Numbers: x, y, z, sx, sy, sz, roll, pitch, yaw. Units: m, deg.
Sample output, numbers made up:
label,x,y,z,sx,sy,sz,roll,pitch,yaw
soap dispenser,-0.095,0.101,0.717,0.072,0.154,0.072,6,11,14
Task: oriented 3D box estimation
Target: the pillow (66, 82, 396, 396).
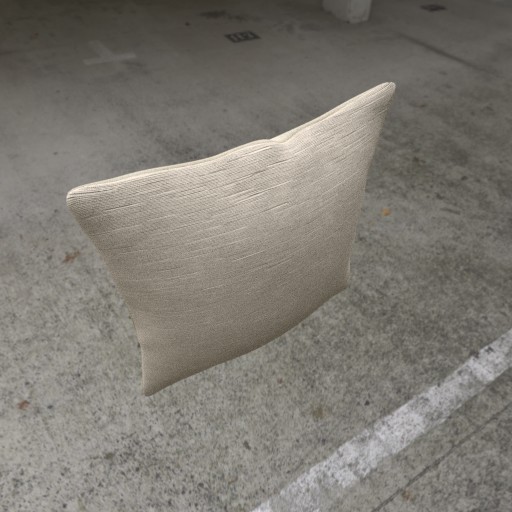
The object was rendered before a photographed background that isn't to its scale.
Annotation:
label,x,y,z,sx,sy,sz,roll,pitch,yaw
pillow,0.000,0.000,0.651,0.437,0.420,0.162,-25,51,-22
